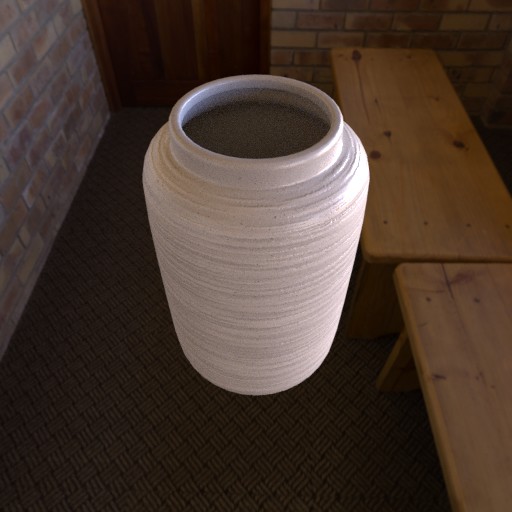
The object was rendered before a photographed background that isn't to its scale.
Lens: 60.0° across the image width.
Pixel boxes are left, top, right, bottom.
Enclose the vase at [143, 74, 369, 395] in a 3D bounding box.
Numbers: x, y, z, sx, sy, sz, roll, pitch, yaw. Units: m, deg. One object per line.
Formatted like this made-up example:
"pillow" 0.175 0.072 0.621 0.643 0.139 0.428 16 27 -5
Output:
"vase" 0.000 0.000 0.475 0.202 0.335 0.202 0 48 0
